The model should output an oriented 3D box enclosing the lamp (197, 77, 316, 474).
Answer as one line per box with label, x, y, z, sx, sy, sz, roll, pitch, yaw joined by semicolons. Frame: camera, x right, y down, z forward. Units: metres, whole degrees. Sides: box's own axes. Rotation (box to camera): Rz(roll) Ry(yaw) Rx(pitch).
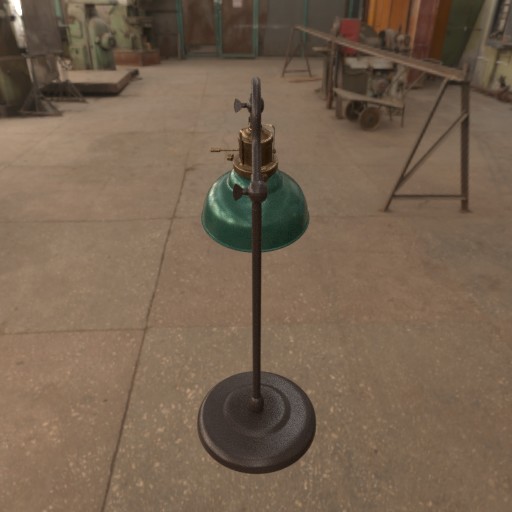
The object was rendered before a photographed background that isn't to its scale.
lamp;0.000;0.000;0.672;0.192;0.508;0.374;0;30;-1
